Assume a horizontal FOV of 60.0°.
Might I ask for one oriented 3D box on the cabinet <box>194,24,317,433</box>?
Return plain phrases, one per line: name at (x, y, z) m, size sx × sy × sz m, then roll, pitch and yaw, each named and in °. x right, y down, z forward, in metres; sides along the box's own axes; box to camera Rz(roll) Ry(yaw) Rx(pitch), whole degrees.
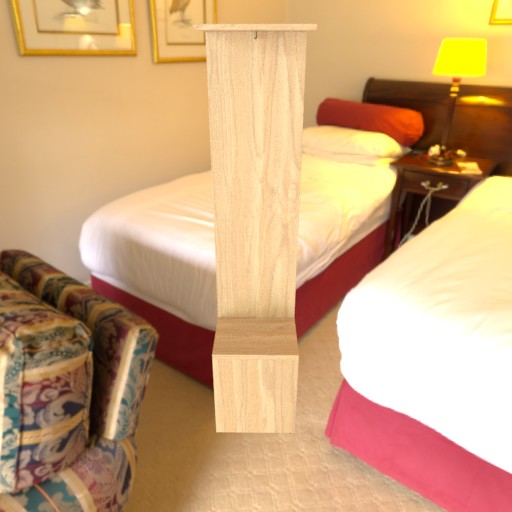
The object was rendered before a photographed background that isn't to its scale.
cabinet at (0.000, 0.000, 2.034) m, size 0.411 × 1.879 × 0.338 m, roll 0°, pitch 26°, yaw 1°
